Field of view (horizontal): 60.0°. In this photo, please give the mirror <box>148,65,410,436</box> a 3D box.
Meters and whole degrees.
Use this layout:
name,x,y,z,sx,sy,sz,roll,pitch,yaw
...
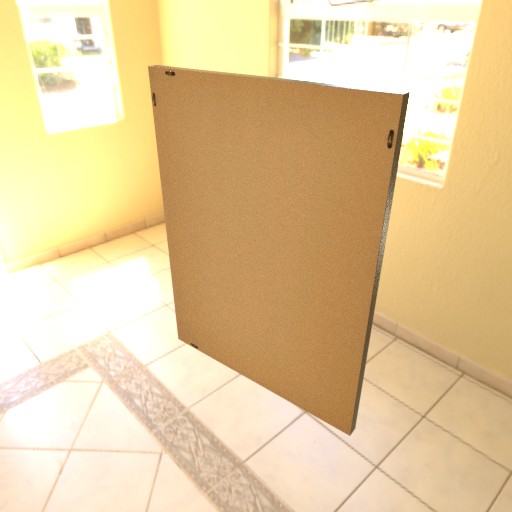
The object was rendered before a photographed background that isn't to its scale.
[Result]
name,x,y,z,sx,sy,sz,roll,pitch,yaw
mirror,0.000,0.000,1.343,0.762,1.016,0.041,21,36,32
